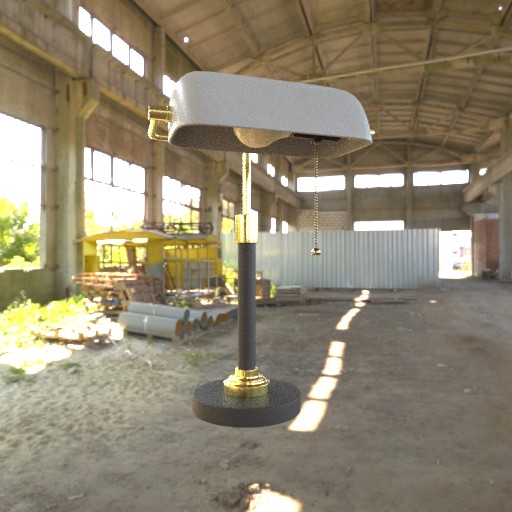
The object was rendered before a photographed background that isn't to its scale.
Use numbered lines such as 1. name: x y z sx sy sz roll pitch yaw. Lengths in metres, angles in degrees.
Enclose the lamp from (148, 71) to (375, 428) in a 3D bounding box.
1. lamp: 0.000 0.000 0.554 0.269 0.404 0.227 0 -1 -17
